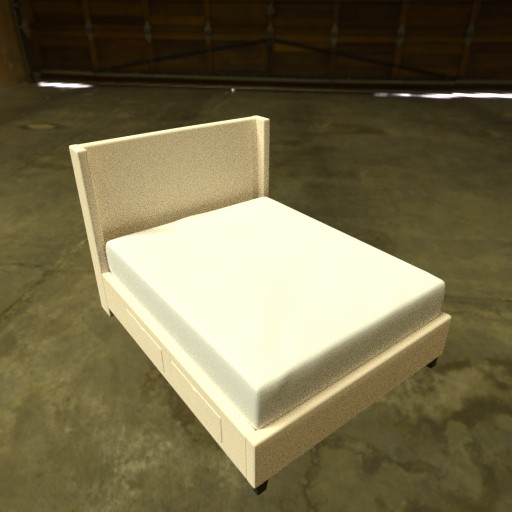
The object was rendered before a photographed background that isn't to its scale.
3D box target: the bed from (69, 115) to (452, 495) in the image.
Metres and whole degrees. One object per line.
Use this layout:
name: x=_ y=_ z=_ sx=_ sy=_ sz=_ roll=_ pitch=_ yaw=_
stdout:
bed: x=0.000 y=0.000 z=3.318 sx=1.765 sy=1.471 sz=2.280 roll=-20 pitch=35 yaw=-32
